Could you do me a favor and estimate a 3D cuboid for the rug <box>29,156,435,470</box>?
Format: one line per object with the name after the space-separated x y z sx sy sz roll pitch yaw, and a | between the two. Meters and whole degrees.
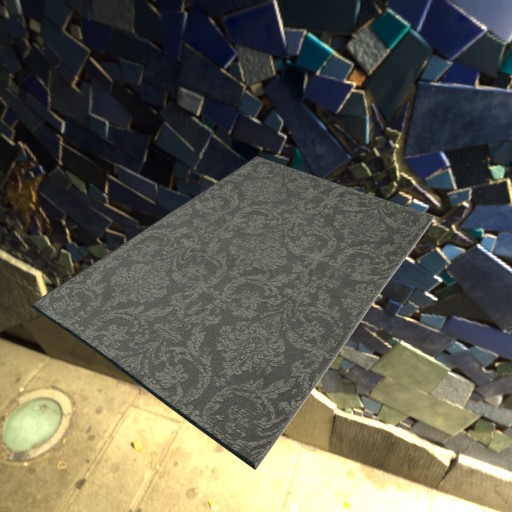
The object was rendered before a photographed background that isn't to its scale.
0.000 0.000 2.840 1.578 0.014 2.206 25 46 27 | rug
